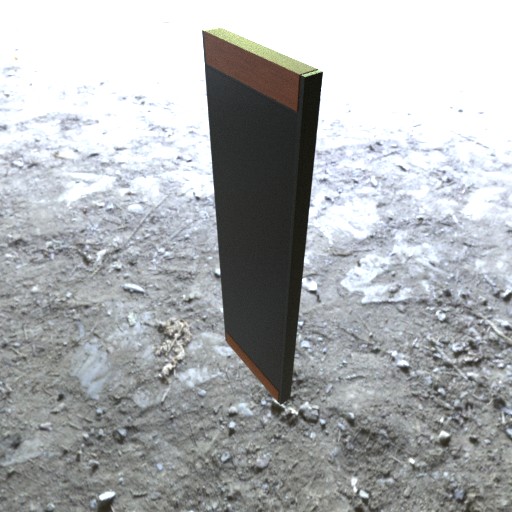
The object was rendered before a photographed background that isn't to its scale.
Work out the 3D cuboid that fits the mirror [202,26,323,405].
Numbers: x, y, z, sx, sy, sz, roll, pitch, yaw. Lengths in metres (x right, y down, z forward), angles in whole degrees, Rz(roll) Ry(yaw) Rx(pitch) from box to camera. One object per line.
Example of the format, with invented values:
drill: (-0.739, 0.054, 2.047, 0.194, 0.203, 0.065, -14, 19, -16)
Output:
mirror: (0.000, 0.000, 1.262, 0.047, 1.123, 0.343, -27, 49, -26)
